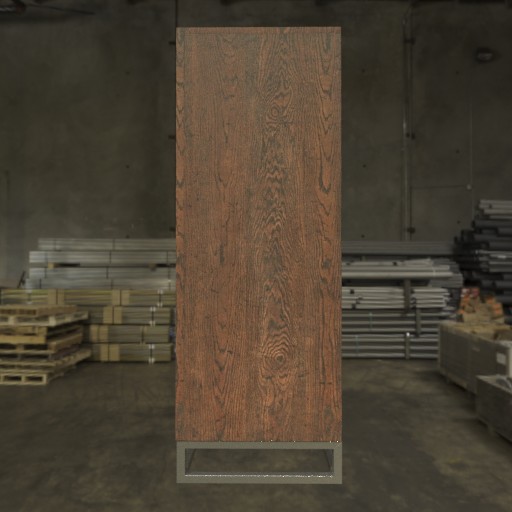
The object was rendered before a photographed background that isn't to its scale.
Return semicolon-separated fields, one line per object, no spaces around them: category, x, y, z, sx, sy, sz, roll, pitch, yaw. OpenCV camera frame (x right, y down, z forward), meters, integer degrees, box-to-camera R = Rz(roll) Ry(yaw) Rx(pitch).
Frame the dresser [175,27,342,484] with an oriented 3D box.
dresser;0.000;0.000;1.764;0.508;1.321;0.965;0;-1;1
